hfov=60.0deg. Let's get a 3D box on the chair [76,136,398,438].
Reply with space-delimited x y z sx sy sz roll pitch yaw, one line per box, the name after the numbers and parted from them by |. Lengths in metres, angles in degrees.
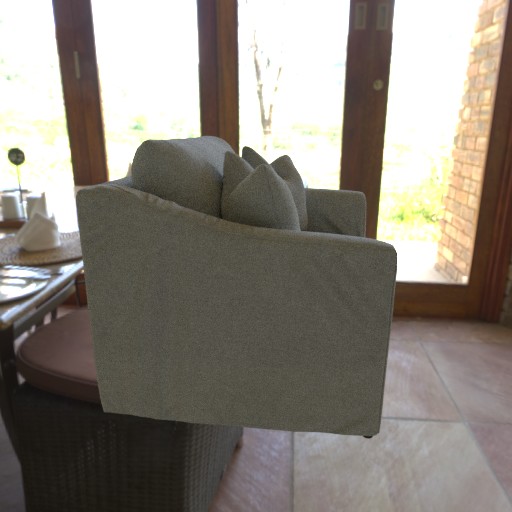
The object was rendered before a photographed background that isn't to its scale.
0.000 0.000 2.037 1.071 1.059 1.194 2 17 8 | chair
